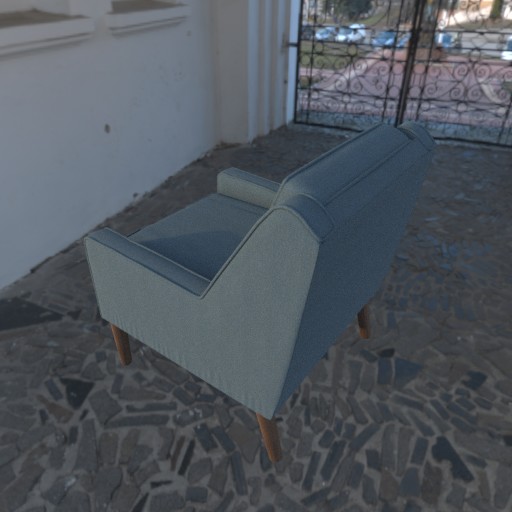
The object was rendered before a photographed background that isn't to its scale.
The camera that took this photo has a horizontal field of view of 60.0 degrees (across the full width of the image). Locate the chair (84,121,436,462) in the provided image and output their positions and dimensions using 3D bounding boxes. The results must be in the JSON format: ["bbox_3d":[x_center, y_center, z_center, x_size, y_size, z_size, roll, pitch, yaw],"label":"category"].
[{"bbox_3d":[0.000,0.000,1.314,0.733,0.780,0.663,21,38,30],"label":"chair"}]
